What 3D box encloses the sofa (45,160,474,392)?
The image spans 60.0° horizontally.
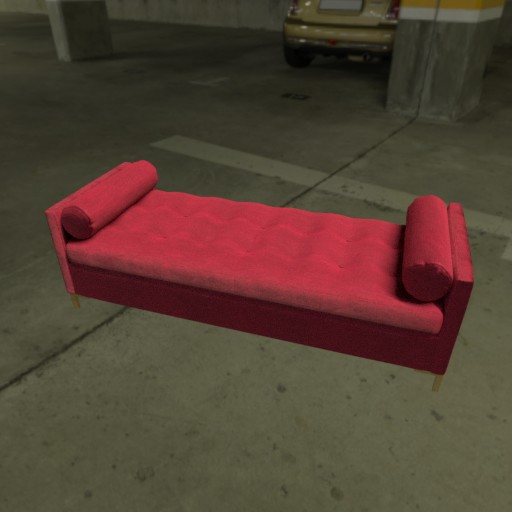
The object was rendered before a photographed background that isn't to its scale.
[{"bbox_3d":[0.000,0.000,2.492,2.102,0.705,0.796,10,33,15],"label":"sofa"}]
